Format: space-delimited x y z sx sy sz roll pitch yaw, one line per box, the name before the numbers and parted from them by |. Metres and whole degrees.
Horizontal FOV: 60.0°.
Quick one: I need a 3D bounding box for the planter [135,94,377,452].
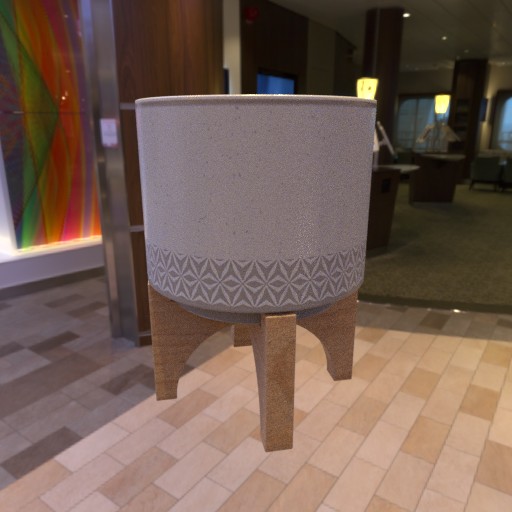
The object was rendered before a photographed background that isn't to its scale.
planter | 0.000 0.000 0.270 0.130 0.178 0.130 0 17 0
